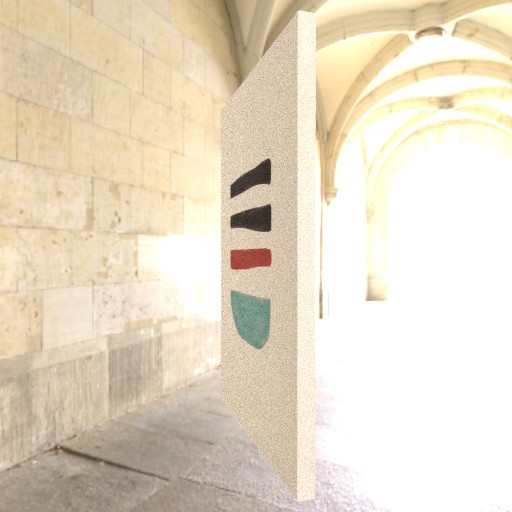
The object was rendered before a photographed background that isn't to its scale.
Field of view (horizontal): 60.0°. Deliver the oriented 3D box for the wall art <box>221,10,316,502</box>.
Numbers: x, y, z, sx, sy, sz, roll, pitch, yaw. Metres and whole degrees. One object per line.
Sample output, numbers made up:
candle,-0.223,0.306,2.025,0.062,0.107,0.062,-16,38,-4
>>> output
wall art,0.000,0.000,1.116,0.038,0.912,0.607,0,0,-18
